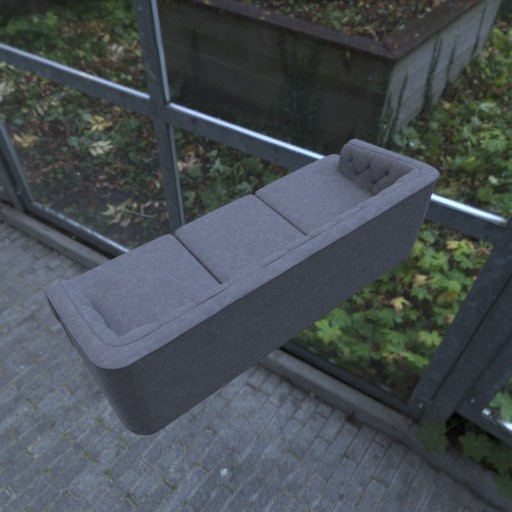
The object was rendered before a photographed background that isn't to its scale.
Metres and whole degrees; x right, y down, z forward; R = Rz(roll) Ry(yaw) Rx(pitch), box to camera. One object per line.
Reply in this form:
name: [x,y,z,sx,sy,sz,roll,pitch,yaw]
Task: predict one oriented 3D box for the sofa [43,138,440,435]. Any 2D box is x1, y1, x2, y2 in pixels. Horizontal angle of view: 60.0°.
sofa: [0.000,0.000,2.677,2.247,0.806,0.917,-29,53,-26]
